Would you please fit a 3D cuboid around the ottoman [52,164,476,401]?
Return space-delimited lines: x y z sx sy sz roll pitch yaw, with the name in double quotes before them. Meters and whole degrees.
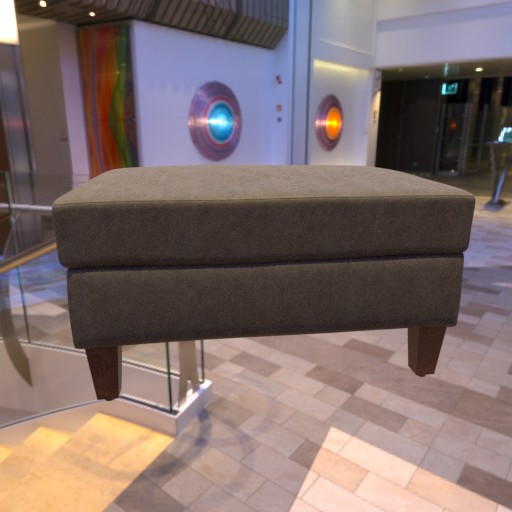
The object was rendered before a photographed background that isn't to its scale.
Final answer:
"ottoman" 0.000 0.000 1.197 0.839 0.464 0.639 -2 16 -7
